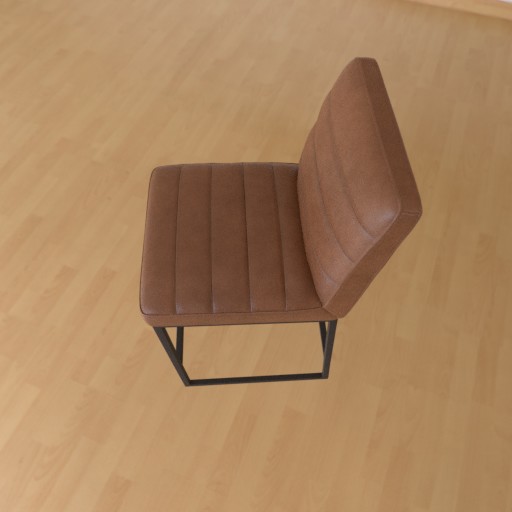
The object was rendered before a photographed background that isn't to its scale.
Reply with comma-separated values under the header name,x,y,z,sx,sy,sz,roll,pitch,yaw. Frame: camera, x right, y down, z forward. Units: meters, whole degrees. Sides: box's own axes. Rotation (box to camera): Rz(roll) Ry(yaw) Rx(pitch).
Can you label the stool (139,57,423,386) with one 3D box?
name,x,y,z,sx,sy,sz,roll,pitch,yaw
stool,0.000,0.000,1.224,0.556,0.940,0.458,-3,59,-2
